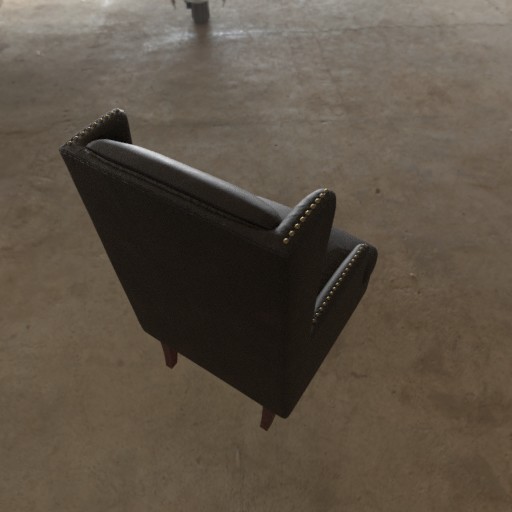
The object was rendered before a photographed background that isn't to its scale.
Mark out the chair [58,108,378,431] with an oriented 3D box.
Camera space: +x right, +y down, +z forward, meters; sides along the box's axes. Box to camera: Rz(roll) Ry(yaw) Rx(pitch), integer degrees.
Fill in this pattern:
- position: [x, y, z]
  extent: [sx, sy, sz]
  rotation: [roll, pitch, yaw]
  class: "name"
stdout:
- position: [0.000, 0.000, 1.607]
  extent: [0.703, 1.142, 0.799]
  rotation: [26, 52, 22]
  class: "chair"
